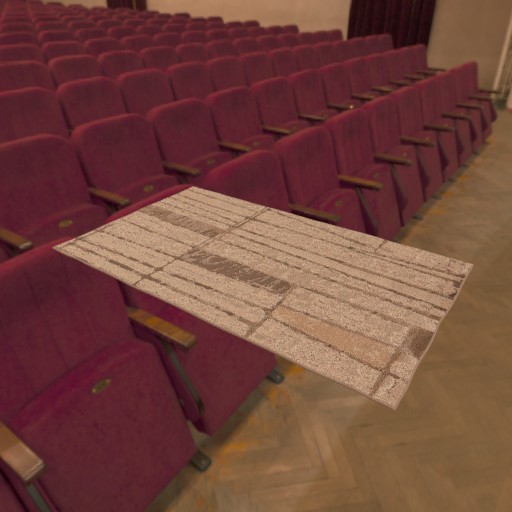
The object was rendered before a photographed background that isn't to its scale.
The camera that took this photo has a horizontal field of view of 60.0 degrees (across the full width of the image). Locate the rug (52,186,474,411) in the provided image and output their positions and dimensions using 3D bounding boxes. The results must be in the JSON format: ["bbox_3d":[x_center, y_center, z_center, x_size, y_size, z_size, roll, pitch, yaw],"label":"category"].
[{"bbox_3d":[0.000,0.000,1.054,0.867,0.007,0.515,19,35,30],"label":"rug"}]
